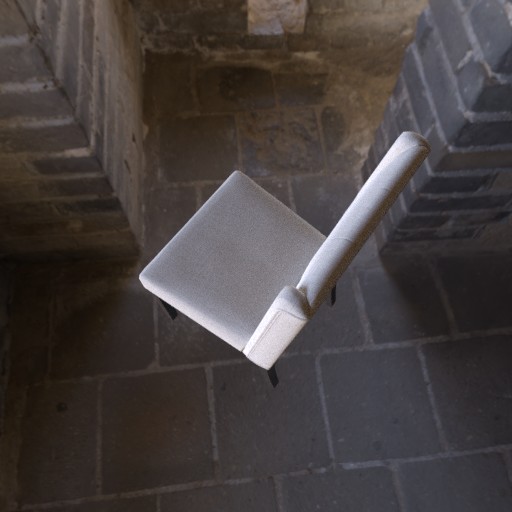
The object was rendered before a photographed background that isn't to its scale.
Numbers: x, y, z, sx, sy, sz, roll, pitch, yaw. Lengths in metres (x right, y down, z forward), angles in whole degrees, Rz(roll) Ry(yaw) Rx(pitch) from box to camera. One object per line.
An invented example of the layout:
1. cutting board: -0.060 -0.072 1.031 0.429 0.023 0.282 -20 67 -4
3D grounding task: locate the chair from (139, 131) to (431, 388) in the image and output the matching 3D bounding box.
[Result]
1. chair: 0.000 0.000 1.252 0.523 0.961 0.474 34 70 14
